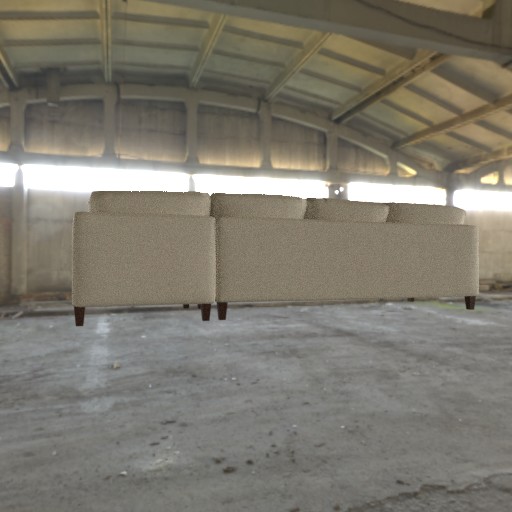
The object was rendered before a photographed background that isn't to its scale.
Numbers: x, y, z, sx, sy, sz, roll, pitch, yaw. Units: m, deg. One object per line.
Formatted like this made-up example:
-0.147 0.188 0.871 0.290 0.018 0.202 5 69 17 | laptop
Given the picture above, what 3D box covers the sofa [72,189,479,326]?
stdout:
0.000 0.000 4.519 3.302 0.947 2.593 0 -1 -18 | sofa
